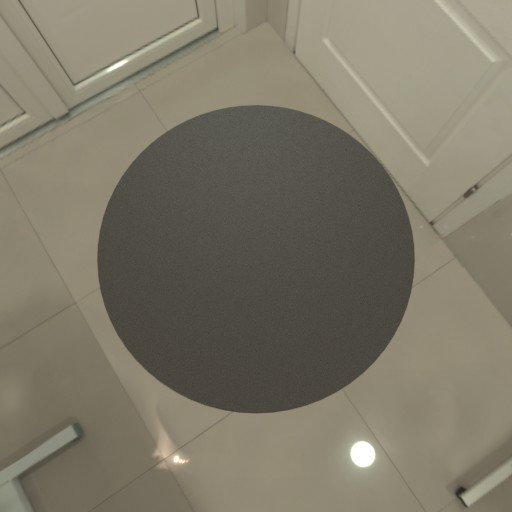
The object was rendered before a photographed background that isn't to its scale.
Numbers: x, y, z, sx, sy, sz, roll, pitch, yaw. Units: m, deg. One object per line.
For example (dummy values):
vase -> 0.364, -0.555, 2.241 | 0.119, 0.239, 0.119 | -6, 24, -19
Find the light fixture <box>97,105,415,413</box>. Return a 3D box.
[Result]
light fixture -> 0.000, 0.000, 0.560 | 0.368, 0.100, 0.368 | 0, 76, 0
